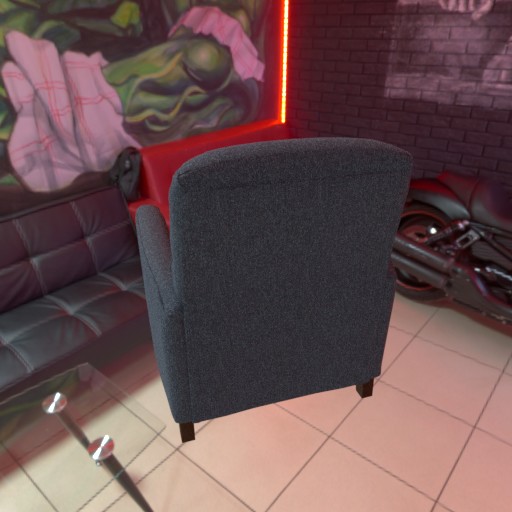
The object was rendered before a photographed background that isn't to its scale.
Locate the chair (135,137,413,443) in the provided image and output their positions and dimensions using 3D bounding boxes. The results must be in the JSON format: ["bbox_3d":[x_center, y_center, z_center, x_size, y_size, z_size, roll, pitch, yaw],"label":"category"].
[{"bbox_3d":[0.000,0.000,1.680,0.839,1.016,0.850,-8,28,-15],"label":"chair"}]
